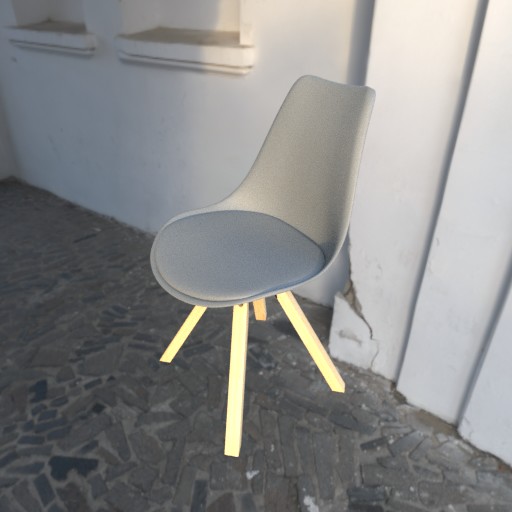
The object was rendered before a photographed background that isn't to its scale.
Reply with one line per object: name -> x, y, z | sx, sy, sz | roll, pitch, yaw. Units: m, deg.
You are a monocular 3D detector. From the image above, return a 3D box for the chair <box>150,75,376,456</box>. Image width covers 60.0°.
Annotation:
chair -> 0.000, 0.000, 1.202 | 0.549, 0.850, 0.485 | -19, 36, -29
